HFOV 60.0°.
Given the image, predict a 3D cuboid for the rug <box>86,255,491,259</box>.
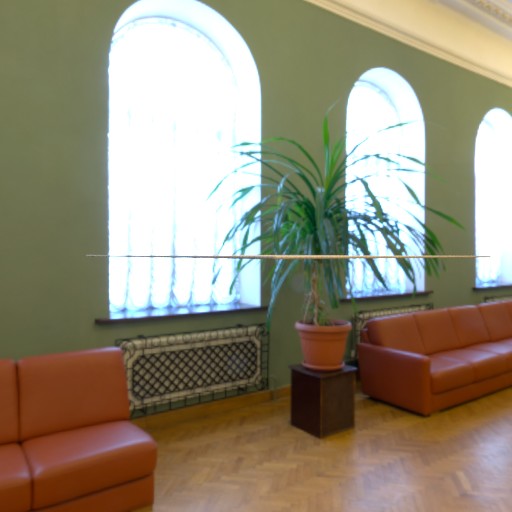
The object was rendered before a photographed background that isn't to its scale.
[{"bbox_3d":[0.000,0.000,2.334,1.236,0.009,1.839,0,0,-37],"label":"rug"}]
